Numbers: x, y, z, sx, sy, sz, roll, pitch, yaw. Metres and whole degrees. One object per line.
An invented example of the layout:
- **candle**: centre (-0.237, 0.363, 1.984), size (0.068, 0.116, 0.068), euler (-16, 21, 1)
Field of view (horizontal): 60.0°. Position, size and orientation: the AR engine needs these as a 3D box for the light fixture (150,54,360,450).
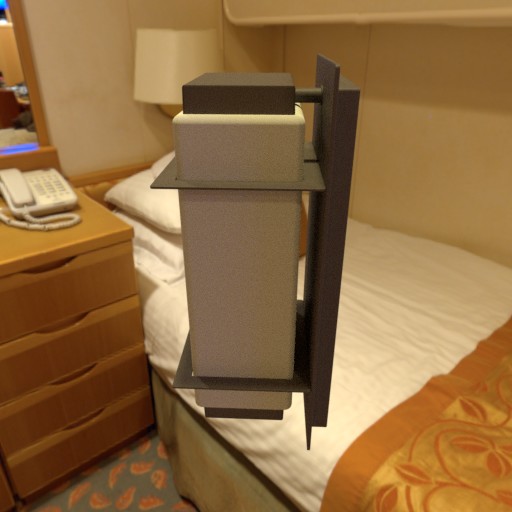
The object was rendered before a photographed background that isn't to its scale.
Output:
- **light fixture**: centre (0.000, 0.000, 0.424), size (0.146, 0.347, 0.153), euler (1, 27, 2)
